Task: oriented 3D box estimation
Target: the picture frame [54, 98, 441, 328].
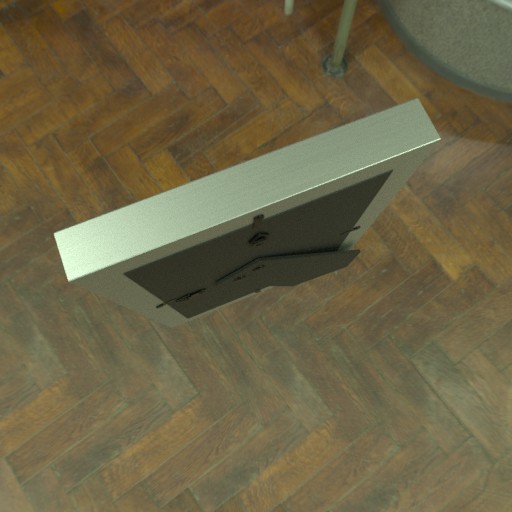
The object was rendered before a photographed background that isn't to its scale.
[{"bbox_3d":[0.000,0.000,0.276,0.157,0.208,0.028,-21,77,-5],"label":"picture frame"}]
